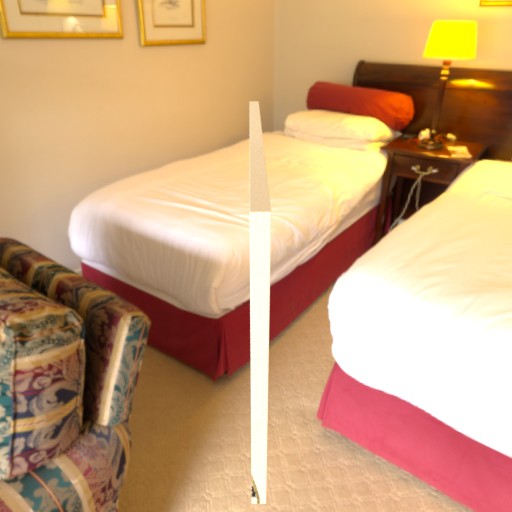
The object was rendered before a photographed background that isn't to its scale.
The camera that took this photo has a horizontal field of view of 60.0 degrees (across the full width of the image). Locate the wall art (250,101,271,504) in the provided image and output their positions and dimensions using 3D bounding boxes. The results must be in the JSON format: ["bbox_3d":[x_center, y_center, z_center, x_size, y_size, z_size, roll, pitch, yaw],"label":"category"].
[{"bbox_3d":[0.000,0.000,1.410,0.038,0.767,1.144,0,28,-1],"label":"wall art"}]
